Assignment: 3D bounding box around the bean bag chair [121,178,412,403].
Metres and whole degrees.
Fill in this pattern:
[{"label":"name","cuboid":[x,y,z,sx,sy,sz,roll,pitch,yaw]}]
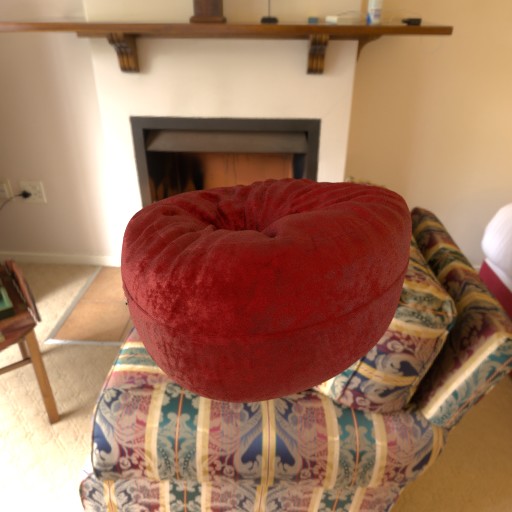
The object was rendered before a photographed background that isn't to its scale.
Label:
[{"label":"bean bag chair","cuboid":[0.000,0.000,2.441,1.524,0.878,1.524,-19,35,-31]}]
